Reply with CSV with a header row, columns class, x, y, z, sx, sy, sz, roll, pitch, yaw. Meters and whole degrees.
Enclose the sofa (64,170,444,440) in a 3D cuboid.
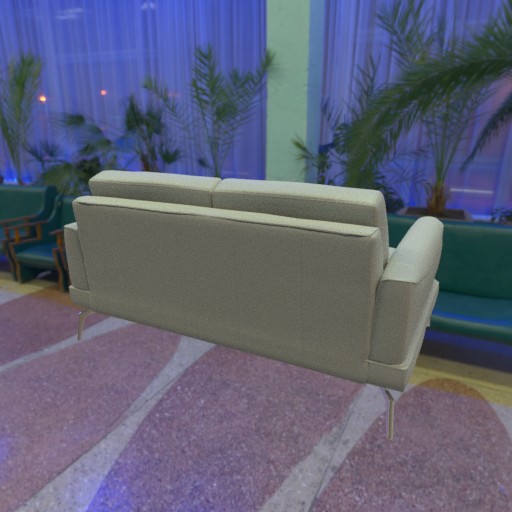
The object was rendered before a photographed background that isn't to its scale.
class,x,y,z,sx,sy,sz,roll,pitch,yaw
sofa,0.000,0.000,2.412,1.819,0.930,1.121,9,20,26
